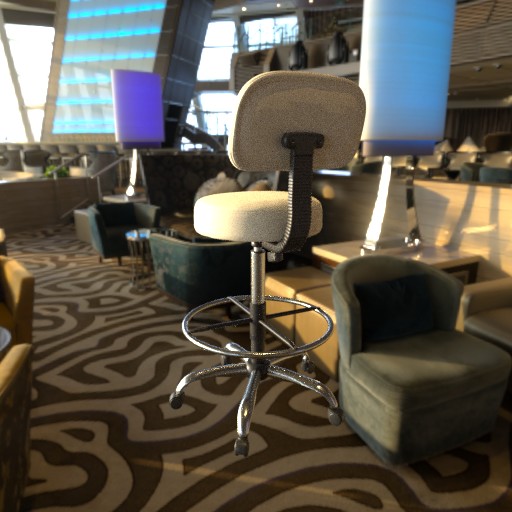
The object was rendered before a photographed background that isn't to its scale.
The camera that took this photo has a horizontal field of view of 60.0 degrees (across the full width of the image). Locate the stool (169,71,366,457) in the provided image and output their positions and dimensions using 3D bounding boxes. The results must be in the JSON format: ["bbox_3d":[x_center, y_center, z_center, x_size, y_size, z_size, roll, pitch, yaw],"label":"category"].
[{"bbox_3d":[0.000,0.000,1.494,0.609,1.080,0.616,-7,16,-25],"label":"stool"}]
